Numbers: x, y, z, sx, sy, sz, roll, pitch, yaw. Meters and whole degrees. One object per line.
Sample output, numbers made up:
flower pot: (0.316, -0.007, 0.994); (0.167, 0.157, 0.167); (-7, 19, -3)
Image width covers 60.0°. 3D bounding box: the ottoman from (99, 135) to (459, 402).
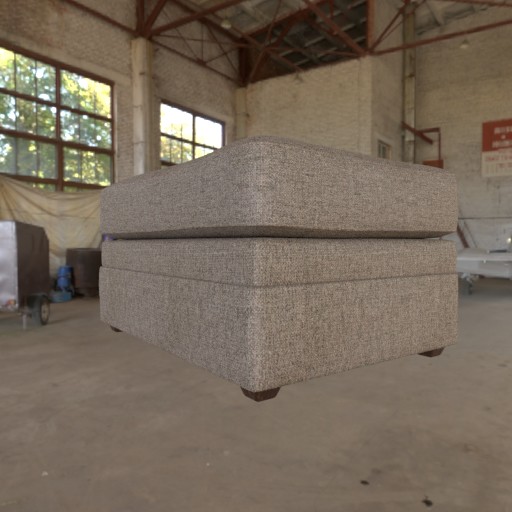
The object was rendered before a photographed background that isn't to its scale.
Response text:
ottoman: (0.000, 0.000, 1.232); (0.637, 0.478, 0.885); (-1, 2, -36)
